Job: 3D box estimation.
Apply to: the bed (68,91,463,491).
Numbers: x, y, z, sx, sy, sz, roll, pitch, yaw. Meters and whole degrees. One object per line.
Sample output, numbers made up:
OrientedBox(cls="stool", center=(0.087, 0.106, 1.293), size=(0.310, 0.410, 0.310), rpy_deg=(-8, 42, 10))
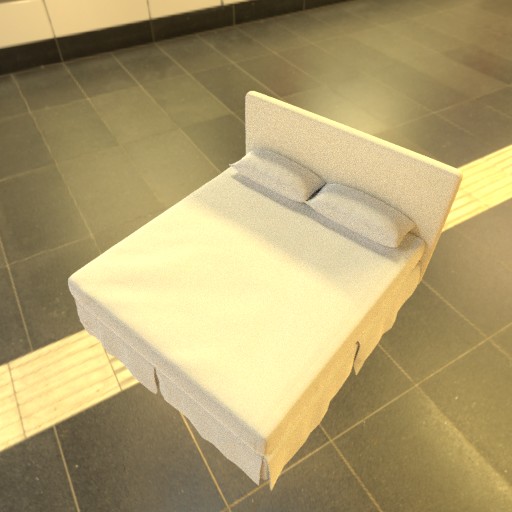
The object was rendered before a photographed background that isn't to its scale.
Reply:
OrientedBox(cls="bed", center=(0.000, 0.000, 3.528), size=(2.119, 1.317, 2.341), rpy_deg=(31, 53, 26))
